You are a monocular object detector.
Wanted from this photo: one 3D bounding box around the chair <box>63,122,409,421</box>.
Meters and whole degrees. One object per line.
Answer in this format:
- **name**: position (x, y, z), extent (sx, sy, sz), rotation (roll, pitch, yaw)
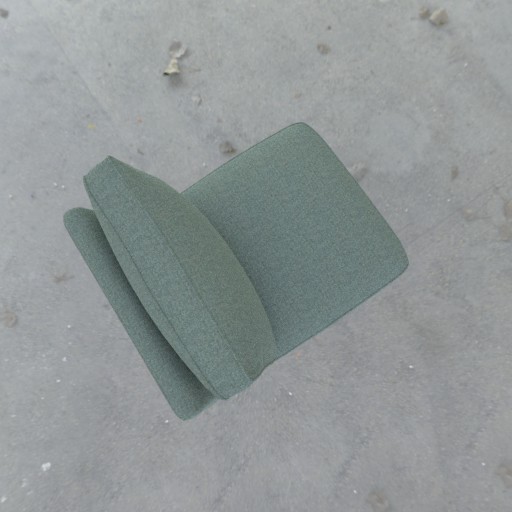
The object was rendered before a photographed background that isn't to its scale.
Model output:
- **chair**: position (0.000, 0.000, 1.413), extent (0.796, 0.901, 0.624), rotation (-33, 79, -7)
